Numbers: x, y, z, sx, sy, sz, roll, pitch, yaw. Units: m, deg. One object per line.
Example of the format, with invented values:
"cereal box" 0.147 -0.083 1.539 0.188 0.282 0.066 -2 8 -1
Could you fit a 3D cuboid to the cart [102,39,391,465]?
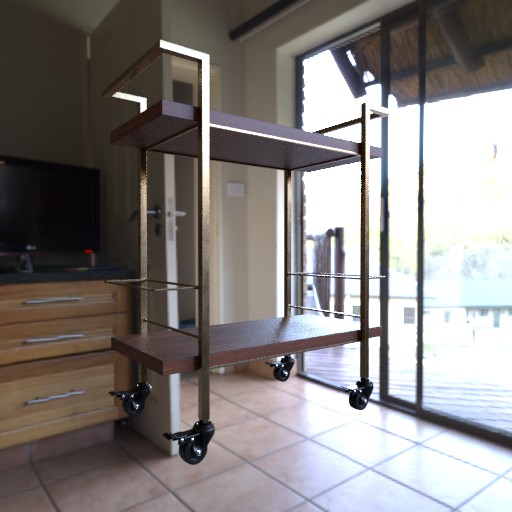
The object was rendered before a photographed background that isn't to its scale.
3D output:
"cart" 0.000 0.000 1.155 0.695 0.807 0.364 -1 1 -37
